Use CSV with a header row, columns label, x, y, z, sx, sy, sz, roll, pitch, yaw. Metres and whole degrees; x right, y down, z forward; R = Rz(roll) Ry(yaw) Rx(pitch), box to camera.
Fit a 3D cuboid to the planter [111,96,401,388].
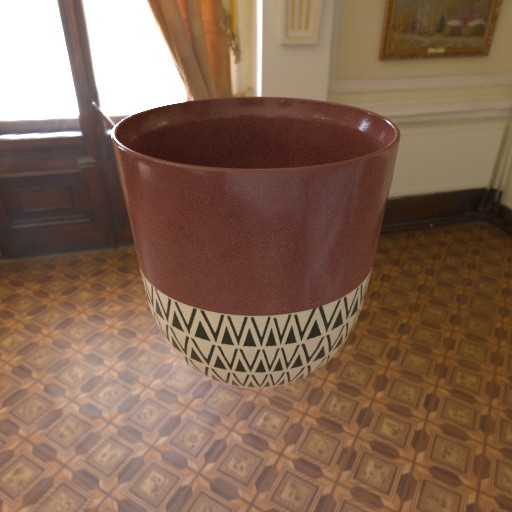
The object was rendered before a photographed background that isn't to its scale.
label,x,y,z,sx,sy,sz,roll,pitch,yaw
planter,0.000,0.000,0.363,0.195,0.214,0.195,0,30,0
